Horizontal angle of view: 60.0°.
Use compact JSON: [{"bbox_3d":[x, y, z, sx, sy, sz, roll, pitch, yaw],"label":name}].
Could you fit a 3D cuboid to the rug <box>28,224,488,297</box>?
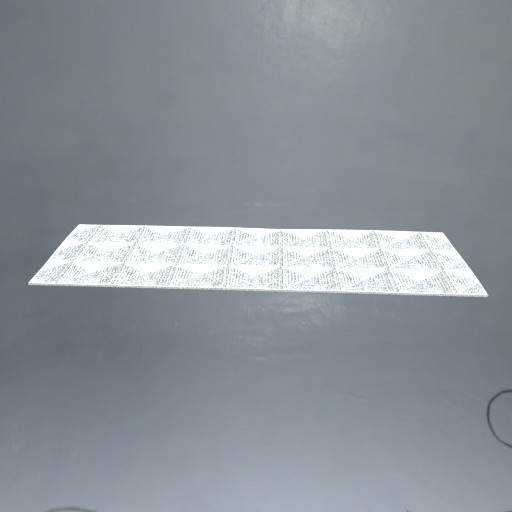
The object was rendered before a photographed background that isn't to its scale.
[{"bbox_3d":[0.000,0.000,2.364,2.182,0.015,0.645,1,30,2],"label":"rug"}]
